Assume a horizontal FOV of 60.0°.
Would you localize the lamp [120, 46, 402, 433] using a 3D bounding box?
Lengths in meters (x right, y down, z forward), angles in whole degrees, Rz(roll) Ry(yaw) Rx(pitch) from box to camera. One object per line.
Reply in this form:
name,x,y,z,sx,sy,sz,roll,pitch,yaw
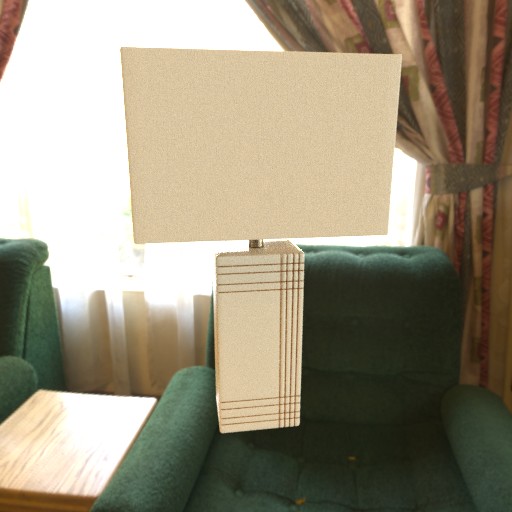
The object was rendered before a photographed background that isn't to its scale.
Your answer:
lamp,0.000,0.000,0.671,0.334,0.543,0.182,-2,15,-8
